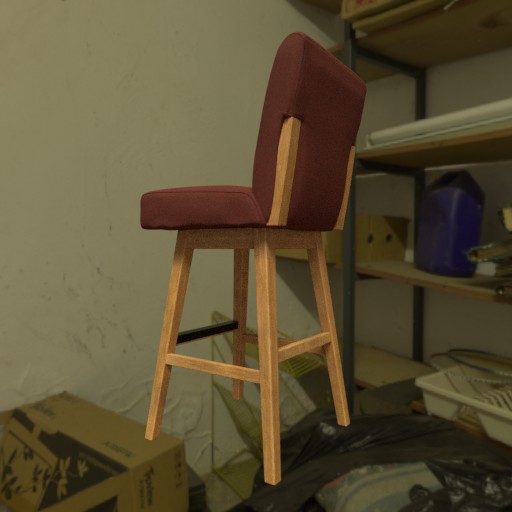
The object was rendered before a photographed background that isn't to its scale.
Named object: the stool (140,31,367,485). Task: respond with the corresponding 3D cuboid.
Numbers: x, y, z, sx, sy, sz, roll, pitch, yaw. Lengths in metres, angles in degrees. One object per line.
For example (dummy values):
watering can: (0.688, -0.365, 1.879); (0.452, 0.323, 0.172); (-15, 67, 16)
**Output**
stool: (0.000, 0.000, 1.362); (0.562, 1.093, 0.468); (1, 1, 35)
